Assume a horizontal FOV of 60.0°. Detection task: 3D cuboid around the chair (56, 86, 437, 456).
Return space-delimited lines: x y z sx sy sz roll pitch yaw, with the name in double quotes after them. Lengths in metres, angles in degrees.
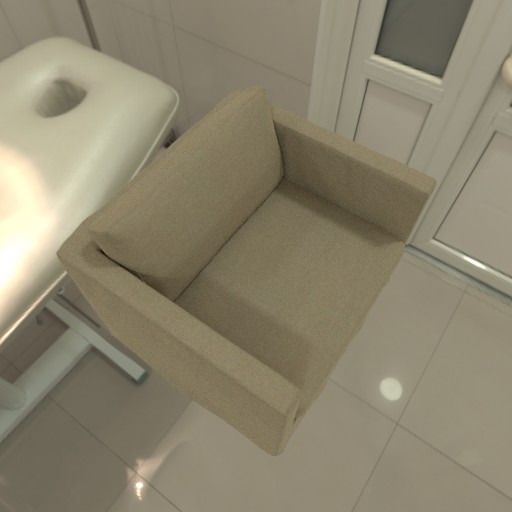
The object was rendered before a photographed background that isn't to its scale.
0.000 0.000 1.760 0.949 0.863 1.057 31 63 18 "chair"
